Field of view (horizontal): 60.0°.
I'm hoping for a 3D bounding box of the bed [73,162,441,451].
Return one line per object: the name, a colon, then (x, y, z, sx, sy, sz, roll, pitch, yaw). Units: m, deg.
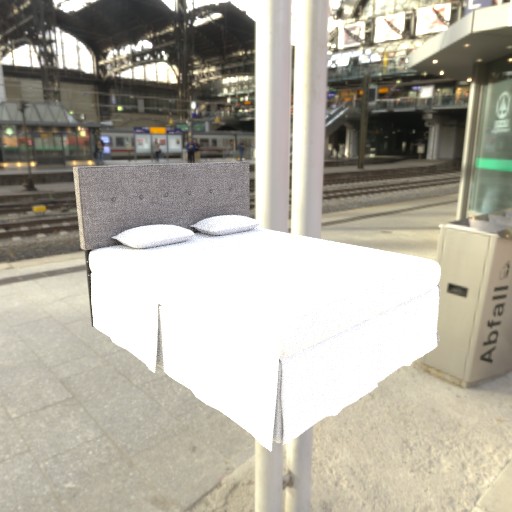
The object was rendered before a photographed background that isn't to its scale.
bed: (0.000, 0.000, 2.996, 1.621, 1.168, 1.958, -13, 19, -42)
